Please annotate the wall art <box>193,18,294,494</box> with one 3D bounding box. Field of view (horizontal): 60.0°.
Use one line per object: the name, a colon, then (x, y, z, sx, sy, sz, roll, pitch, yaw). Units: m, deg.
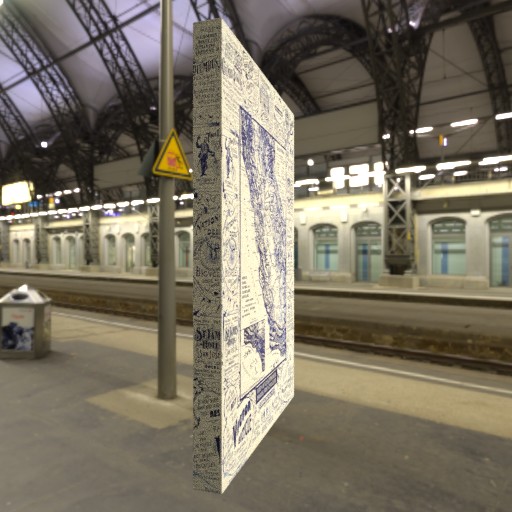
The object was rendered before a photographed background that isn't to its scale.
wall art: (0.000, 0.000, 0.474, 0.025, 0.376, 0.255, 0, 0, 18)
